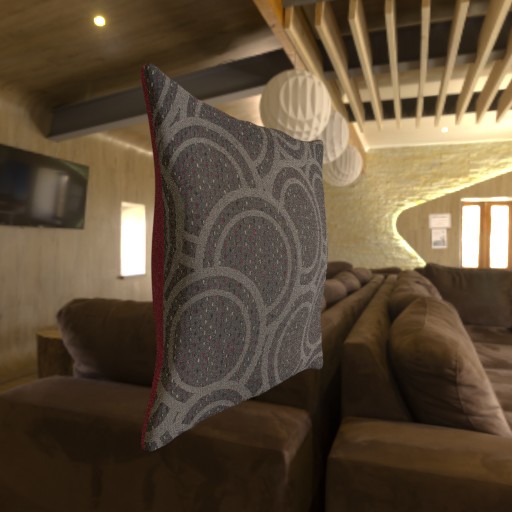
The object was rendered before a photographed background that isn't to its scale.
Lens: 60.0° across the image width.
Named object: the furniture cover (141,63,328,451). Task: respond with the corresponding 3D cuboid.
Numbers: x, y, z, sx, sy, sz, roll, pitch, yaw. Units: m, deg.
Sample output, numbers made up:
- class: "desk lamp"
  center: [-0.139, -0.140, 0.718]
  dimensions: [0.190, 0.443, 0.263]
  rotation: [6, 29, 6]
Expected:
- class: "furniture cover"
  center: [0.000, 0.000, 0.788]
  dimensions: [0.163, 0.513, 0.514]
  rotation: [0, 1, 34]
